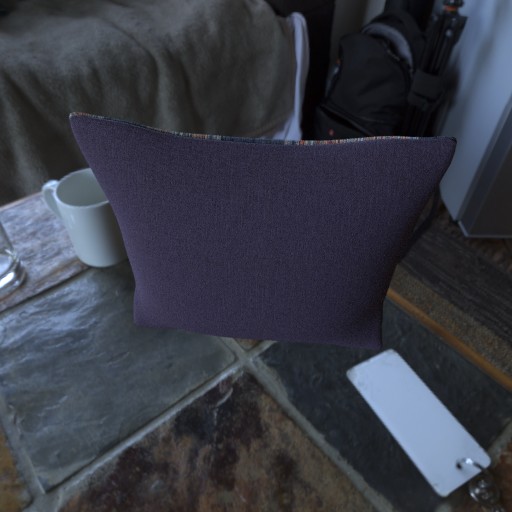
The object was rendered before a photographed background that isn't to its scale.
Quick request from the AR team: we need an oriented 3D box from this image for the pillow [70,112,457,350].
[{"bbox_3d":[0.000,0.000,0.634,0.437,0.419,0.136,5,47,5],"label":"pillow"}]
